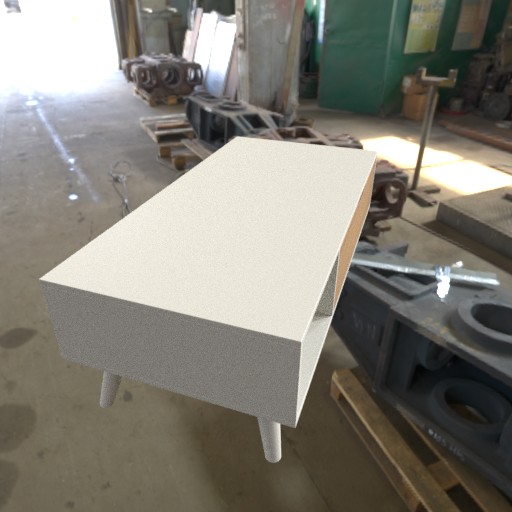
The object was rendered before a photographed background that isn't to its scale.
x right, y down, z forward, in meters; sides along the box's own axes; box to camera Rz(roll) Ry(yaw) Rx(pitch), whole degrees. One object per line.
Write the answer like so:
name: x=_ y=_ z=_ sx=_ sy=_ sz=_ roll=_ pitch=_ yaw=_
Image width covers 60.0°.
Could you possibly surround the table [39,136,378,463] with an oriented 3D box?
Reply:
table: x=0.000 y=0.000 z=1.500 sx=0.609 sy=0.432 sz=1.194 roll=11 pitch=33 yaw=17
